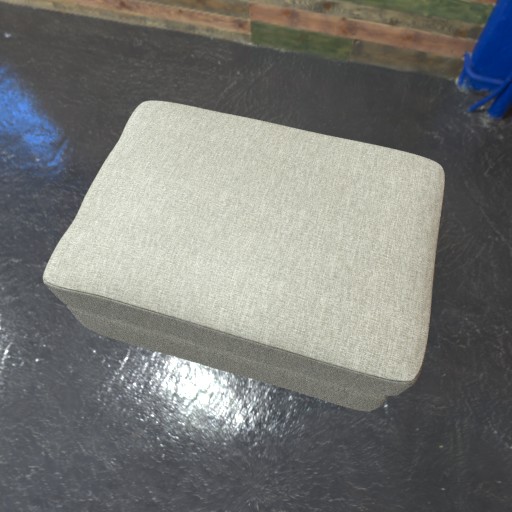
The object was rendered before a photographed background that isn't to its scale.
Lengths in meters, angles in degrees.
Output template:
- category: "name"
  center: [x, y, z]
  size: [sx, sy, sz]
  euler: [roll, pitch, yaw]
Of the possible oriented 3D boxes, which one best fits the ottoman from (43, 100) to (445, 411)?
- category: "ottoman"
  center: [0.000, 0.000, 1.246]
  size: [0.873, 0.494, 0.639]
  euler: [14, 63, 7]
